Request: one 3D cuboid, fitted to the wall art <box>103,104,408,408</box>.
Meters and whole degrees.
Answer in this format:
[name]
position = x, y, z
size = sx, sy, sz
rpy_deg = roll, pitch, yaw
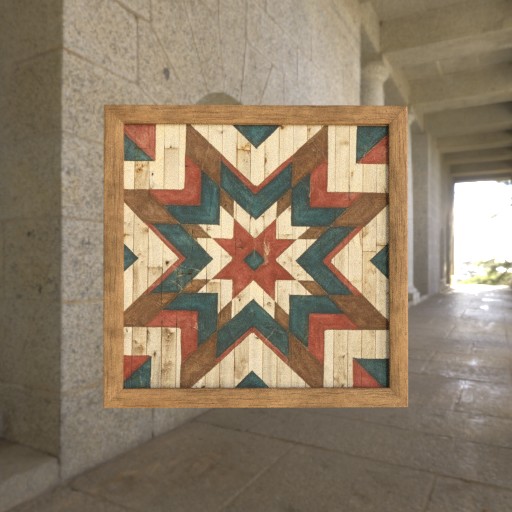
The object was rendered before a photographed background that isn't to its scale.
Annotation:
[wall art]
position = 0.000, 0.000, 1.025
size = 0.695, 0.691, 0.029
rpy_deg = 0, 0, -1
